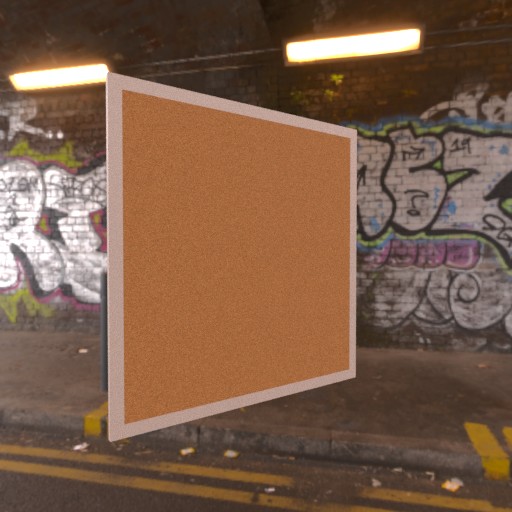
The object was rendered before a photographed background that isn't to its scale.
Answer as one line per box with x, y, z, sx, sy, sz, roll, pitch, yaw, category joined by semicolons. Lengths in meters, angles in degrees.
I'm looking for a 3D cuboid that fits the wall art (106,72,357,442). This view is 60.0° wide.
0.000;0.000;1.219;0.812;0.813;0.013;-1;2;-37;wall art
